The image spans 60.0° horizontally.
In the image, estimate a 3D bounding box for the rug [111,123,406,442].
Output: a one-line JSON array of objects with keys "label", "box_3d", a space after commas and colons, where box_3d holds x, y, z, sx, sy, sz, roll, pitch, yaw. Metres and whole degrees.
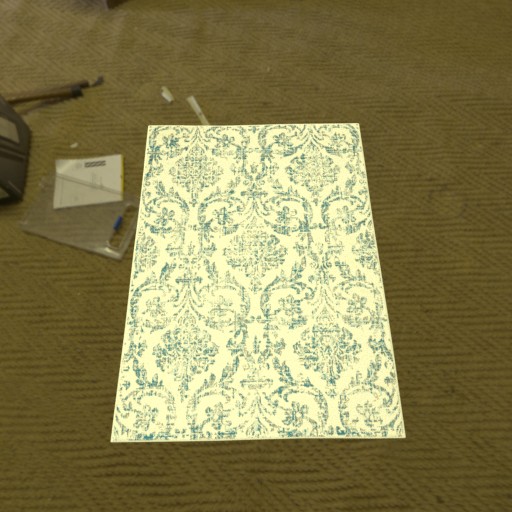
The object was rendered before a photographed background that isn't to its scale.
[{"label": "rug", "box_3d": [0.000, 0.000, 2.855, 1.586, 0.014, 2.197, -1, 64, 0]}]
